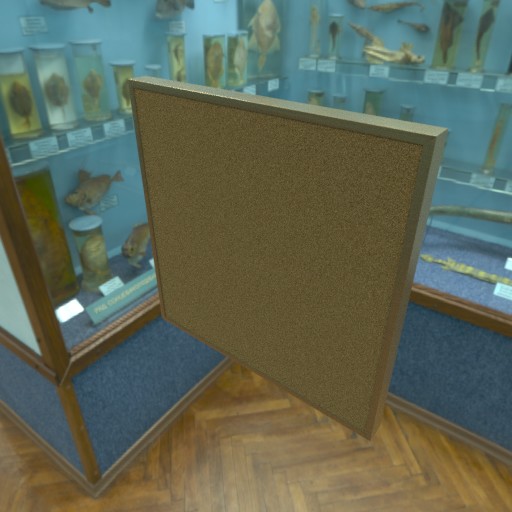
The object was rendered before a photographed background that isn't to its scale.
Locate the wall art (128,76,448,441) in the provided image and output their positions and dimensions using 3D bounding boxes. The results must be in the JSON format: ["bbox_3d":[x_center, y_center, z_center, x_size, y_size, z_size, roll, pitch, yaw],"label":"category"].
[{"bbox_3d":[0.000,0.000,0.737,0.505,0.505,0.037,23,38,32],"label":"wall art"}]
